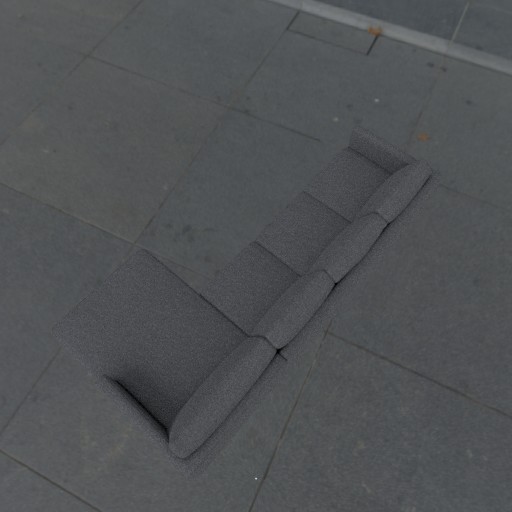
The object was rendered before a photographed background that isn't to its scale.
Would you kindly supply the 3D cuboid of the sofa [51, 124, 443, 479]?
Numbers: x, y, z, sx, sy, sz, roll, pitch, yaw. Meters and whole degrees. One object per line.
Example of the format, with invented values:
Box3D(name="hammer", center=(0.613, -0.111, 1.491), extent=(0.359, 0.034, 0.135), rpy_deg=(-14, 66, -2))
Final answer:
Box3D(name="sofa", center=(0.000, 0.000, 3.814), extent=(1.625, 0.846, 3.186), rpy_deg=(38, 69, 17))
